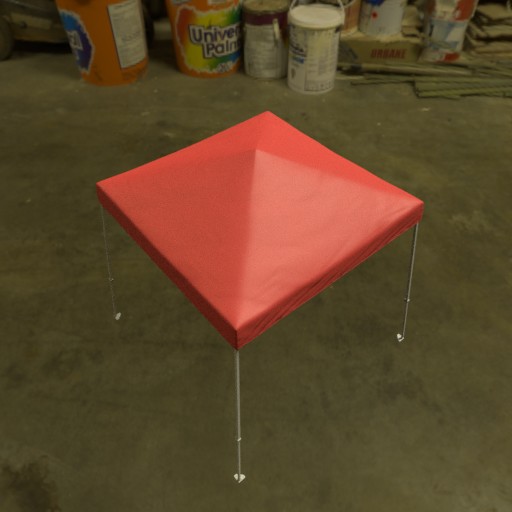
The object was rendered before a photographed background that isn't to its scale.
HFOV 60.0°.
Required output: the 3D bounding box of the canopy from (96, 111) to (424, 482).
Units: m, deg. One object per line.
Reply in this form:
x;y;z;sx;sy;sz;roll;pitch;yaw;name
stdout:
0.000;0.000;5.105;2.849;2.849;2.848;-31;54;-26;canopy
